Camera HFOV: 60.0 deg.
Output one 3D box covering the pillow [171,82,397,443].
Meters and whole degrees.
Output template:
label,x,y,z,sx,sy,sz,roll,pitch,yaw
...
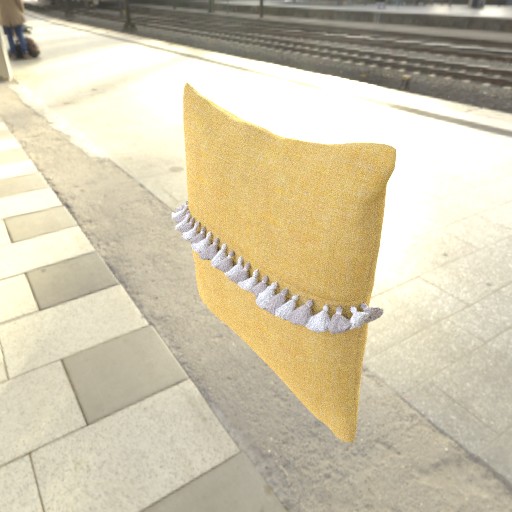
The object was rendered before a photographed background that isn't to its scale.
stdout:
label,x,y,z,sx,sy,sz,roll,pitch,yaw
pillow,0.000,0.000,0.741,0.167,0.481,0.485,-20,37,-30
